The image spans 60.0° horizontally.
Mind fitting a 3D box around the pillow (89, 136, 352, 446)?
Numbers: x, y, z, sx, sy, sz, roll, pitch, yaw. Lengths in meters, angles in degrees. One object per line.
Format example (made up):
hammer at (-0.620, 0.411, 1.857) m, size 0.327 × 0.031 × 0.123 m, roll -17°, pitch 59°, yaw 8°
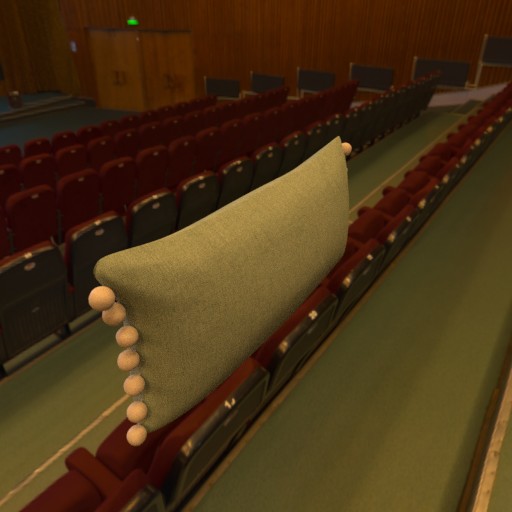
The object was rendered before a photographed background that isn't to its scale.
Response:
pillow at (0.000, 0.000, 0.823) m, size 0.201 × 0.322 × 0.709 m, roll 20°, pitch 37°, yaw 29°
